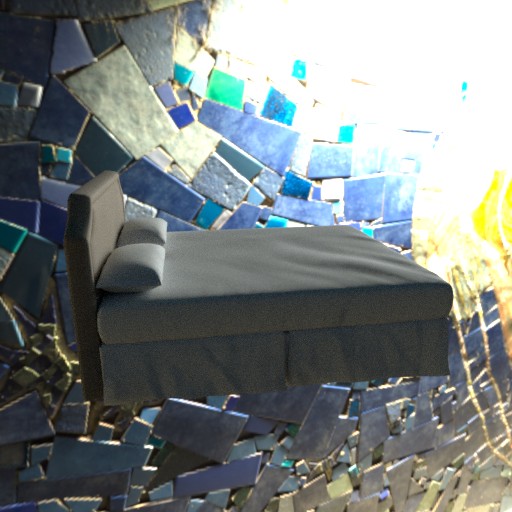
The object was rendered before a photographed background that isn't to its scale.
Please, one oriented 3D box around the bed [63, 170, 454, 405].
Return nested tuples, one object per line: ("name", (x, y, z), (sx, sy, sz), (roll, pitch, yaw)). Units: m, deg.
("bed", (0.000, 0.000, 3.625), (2.498, 1.293, 1.977), (-3, 17, -9))
